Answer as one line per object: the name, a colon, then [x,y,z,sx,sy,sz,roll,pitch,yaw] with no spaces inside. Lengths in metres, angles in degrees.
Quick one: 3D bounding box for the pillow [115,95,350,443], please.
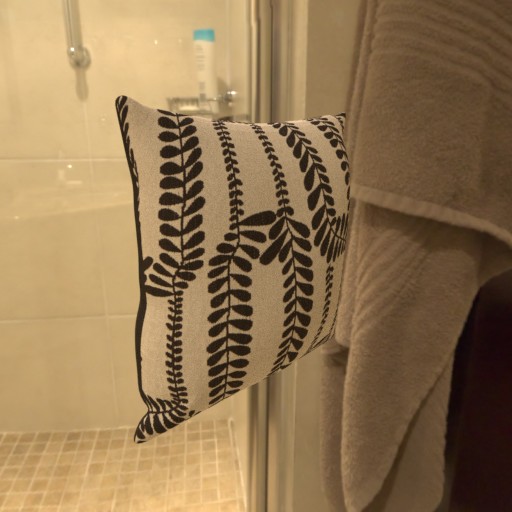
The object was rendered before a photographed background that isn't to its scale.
pillow: [0.000,0.000,0.674,0.440,0.441,0.182,-15,22,-43]
